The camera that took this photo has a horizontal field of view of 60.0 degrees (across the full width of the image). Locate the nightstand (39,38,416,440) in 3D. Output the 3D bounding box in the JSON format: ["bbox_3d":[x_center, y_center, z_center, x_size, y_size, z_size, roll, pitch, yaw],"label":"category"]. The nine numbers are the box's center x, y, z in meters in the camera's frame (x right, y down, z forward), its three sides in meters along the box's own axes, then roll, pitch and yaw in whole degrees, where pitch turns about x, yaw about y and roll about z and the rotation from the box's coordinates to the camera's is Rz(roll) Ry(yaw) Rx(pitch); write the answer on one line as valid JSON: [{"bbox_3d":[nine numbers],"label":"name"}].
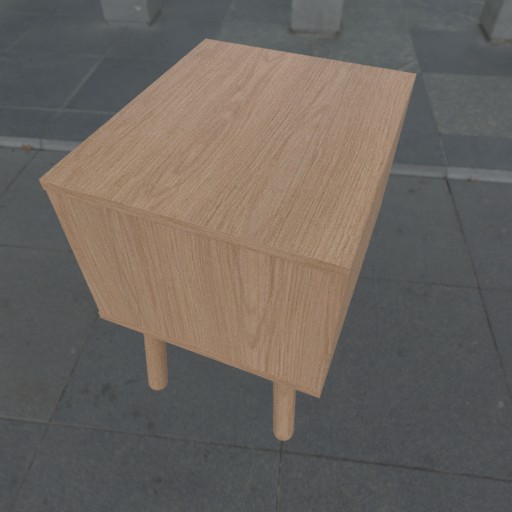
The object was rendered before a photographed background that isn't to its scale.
[{"bbox_3d":[0.000,0.000,0.834,0.380,0.571,0.450,16,49,15],"label":"nightstand"}]
